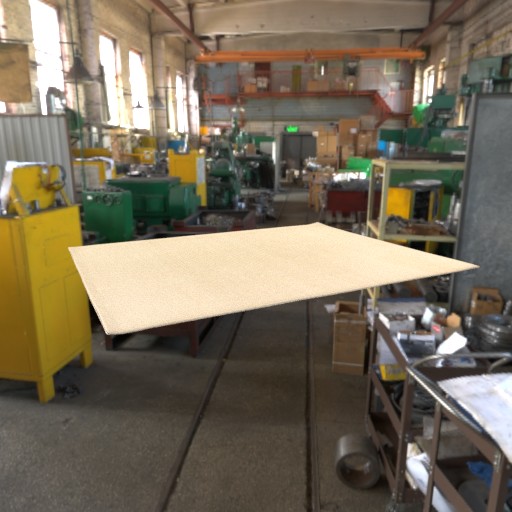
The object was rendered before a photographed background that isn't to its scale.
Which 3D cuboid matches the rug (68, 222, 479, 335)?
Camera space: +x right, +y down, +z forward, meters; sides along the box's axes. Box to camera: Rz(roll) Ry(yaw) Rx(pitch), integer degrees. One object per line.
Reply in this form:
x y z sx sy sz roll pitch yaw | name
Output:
0.000 0.000 3.907 2.897 0.035 2.277 -7 16 -26 | rug
